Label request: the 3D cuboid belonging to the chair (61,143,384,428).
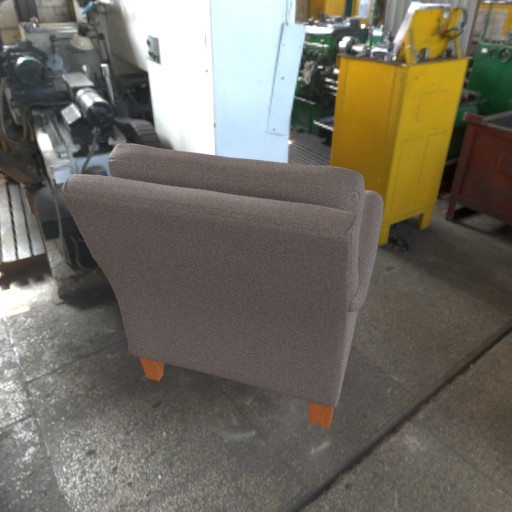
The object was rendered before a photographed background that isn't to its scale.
[{"bbox_3d":[0.000,0.000,1.851,0.955,1.038,1.070,10,33,16],"label":"chair"}]
